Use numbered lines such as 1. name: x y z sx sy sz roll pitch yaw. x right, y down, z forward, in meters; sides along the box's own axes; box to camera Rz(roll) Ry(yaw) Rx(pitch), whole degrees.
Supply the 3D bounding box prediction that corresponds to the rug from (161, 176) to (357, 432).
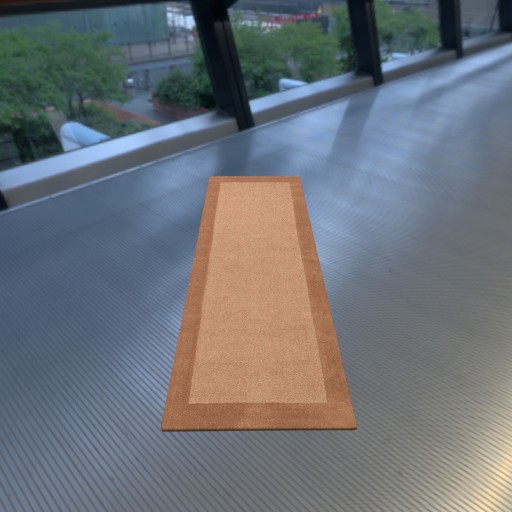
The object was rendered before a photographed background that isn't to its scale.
1. rug: 0.000 0.000 2.729 0.764 0.017 2.439 0 33 0
